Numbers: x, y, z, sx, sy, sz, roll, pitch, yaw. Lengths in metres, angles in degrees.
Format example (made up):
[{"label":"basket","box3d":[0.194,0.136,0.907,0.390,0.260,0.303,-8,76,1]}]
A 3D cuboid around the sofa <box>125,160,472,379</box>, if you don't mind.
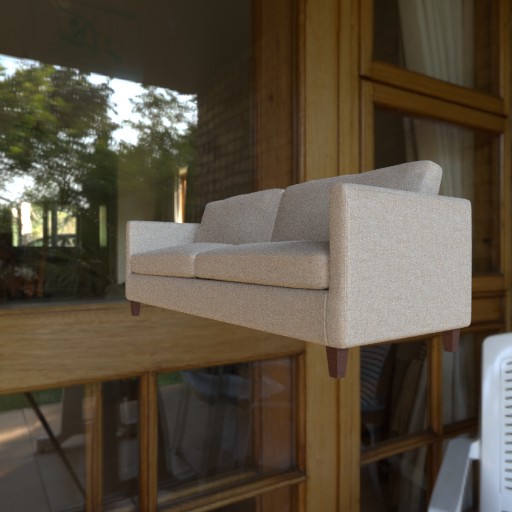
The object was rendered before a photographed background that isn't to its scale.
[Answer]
[{"label":"sofa","box3d":[0.000,0.000,2.916,0.951,0.965,2.434,0,0,-36]}]
